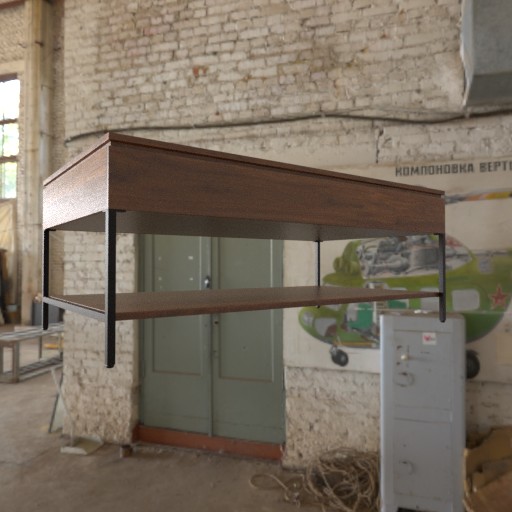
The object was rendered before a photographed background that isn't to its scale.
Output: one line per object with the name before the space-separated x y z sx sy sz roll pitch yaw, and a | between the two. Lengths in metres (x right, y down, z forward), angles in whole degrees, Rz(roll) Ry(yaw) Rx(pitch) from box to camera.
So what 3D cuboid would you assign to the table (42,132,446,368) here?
table | 0.000 0.000 1.315 1.057 0.414 0.574 1 -1 -36
